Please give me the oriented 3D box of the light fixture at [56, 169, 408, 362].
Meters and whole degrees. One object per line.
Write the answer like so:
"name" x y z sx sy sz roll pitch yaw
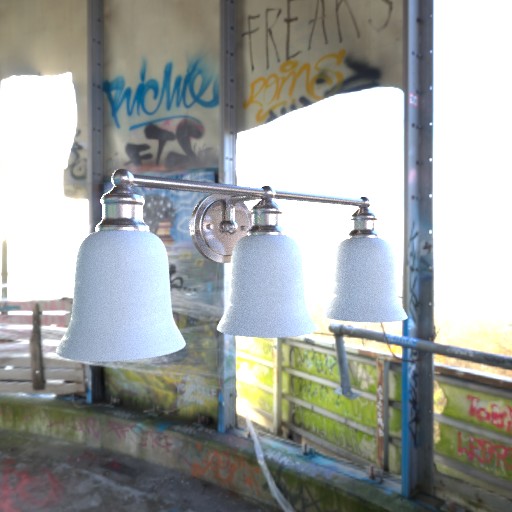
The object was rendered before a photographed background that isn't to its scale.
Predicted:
"light fixture" 0.000 0.000 0.667 0.570 0.211 0.198 0 1 -36
